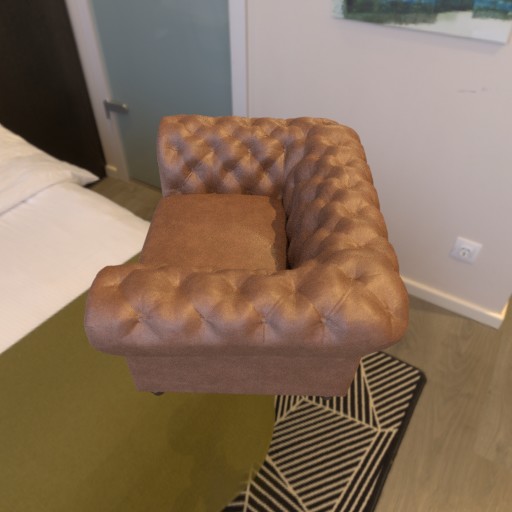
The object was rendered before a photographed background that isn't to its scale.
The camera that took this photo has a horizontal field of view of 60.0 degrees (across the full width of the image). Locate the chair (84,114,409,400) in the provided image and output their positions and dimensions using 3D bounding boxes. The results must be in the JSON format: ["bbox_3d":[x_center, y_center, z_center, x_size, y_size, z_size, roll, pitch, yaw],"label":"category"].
[{"bbox_3d":[0.000,0.000,1.879,0.954,0.784,1.298,1,42,1],"label":"chair"}]
